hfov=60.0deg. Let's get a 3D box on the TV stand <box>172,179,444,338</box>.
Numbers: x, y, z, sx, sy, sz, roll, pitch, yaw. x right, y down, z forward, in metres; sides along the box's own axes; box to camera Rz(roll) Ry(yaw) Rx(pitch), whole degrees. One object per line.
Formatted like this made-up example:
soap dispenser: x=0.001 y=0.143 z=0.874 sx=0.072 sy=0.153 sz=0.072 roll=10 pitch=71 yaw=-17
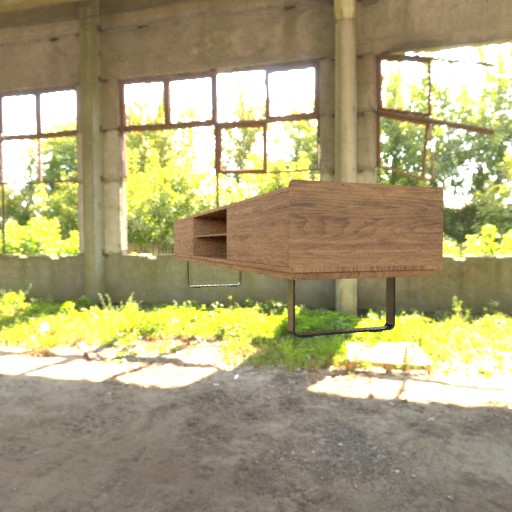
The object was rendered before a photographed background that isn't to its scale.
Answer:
TV stand: x=0.000 y=0.000 z=1.985 sx=0.467 sy=0.415 sz=1.796 roll=-1 pitch=2 yaw=-20
